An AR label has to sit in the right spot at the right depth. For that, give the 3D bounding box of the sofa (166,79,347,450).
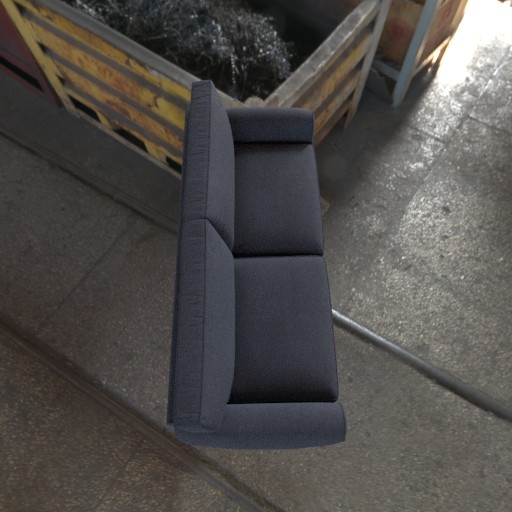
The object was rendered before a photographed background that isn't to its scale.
[{"bbox_3d":[0.000,0.000,2.972,0.954,1.026,2.391,-1,64,-1],"label":"sofa"}]
